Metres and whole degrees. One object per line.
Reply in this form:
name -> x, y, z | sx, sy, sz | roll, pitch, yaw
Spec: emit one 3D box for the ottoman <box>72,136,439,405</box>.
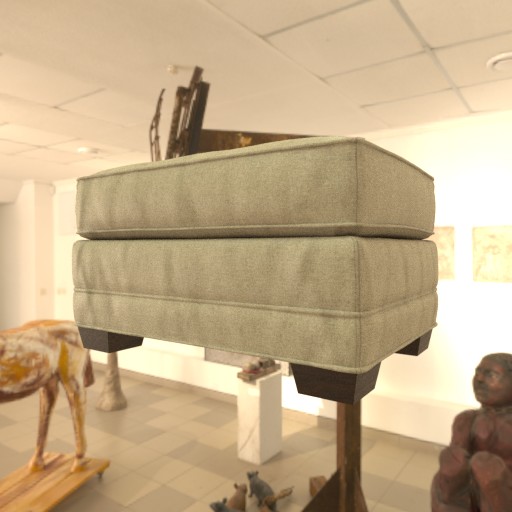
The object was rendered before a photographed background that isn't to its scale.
ottoman -> 0.000, 0.000, 1.216 | 0.848, 0.508, 0.611 | 1, 1, 34
